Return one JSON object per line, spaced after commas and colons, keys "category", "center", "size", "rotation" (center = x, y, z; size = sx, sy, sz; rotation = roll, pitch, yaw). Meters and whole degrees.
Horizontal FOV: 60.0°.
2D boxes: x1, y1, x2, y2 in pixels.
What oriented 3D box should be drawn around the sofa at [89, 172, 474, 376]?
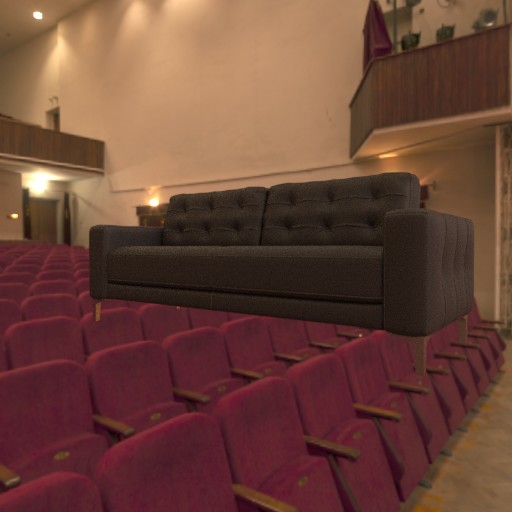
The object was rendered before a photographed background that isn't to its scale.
{"category": "sofa", "center": [0.000, 0.000, 2.666], "size": [2.275, 0.893, 0.833], "rotation": [1, 1, 37]}
